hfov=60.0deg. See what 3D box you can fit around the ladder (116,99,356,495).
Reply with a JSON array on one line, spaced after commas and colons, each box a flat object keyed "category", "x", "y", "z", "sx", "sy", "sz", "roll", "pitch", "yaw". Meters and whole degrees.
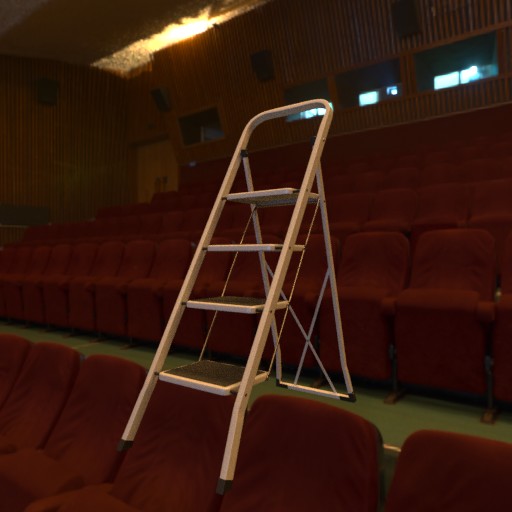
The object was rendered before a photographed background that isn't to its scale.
[{"category": "ladder", "x": 0.000, "y": 0.000, "z": 1.675, "sx": 0.460, "sy": 1.265, "sz": 0.914, "roll": 0, "pitch": 0, "yaw": 37}]
